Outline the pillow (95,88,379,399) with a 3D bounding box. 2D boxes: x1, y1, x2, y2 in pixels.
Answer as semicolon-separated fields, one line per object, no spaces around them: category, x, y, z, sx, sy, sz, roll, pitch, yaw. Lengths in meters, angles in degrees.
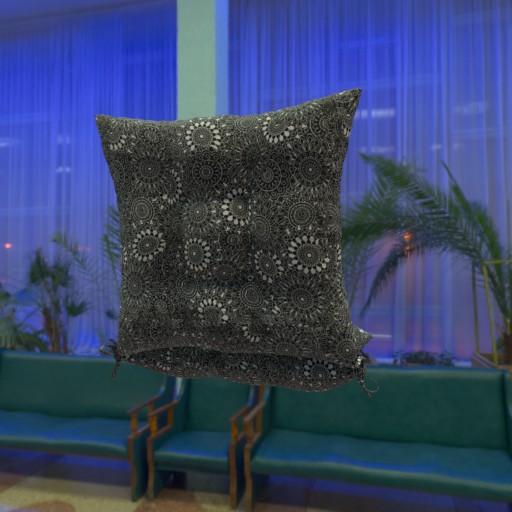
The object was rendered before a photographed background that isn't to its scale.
pillow;0.000;0.000;1.014;0.541;0.536;0.585;0;-2;16
